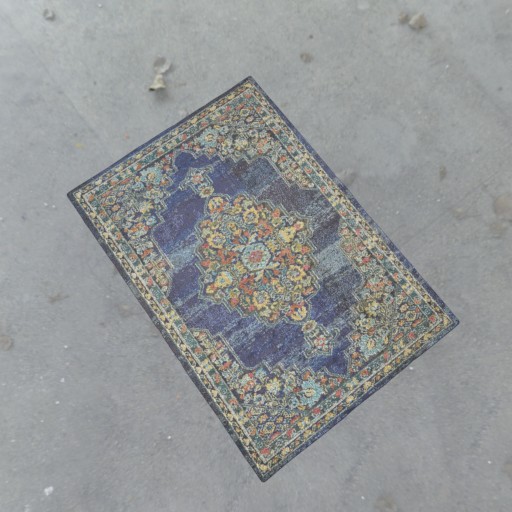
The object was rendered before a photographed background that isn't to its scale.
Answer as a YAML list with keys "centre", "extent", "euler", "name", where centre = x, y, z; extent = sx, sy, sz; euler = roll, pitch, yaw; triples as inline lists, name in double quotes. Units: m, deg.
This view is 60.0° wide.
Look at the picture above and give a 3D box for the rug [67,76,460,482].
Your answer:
- centre: [0.000, 0.000, 3.807]
  extent: [2.053, 0.011, 2.940]
  euler: [-36, 78, -8]
  name: "rug"
